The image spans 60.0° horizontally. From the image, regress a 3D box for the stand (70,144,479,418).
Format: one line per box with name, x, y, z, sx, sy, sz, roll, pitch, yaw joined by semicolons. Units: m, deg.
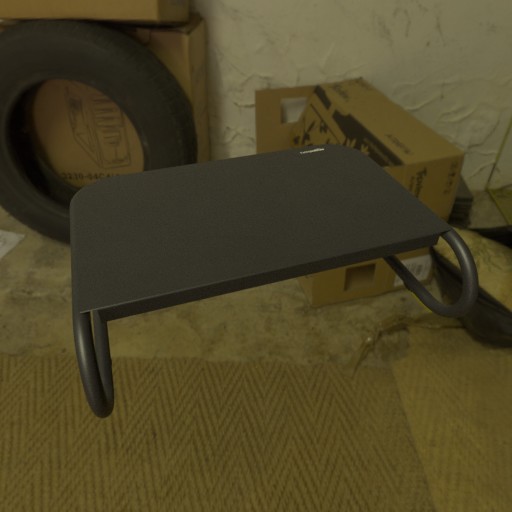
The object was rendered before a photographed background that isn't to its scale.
stand;0.000;0.000;0.494;0.370;0.108;0.280;-12;41;-14
